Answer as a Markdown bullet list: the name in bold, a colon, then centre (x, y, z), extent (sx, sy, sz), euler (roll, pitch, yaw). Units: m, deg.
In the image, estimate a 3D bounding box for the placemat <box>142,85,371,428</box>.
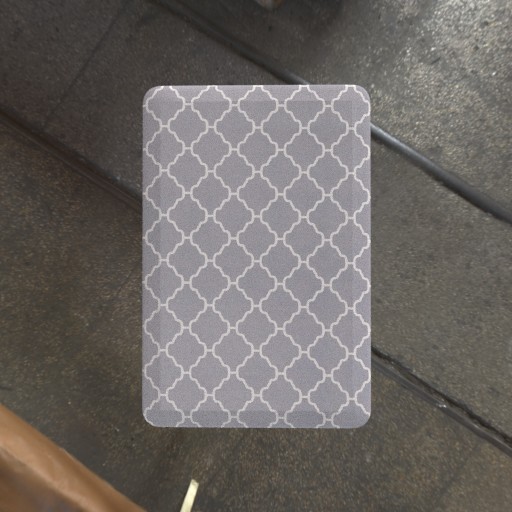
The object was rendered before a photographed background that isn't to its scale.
- **placemat**: centre (0.000, 0.000, 0.980), extent (0.508, 0.021, 0.762), euler (0, 90, 1)
